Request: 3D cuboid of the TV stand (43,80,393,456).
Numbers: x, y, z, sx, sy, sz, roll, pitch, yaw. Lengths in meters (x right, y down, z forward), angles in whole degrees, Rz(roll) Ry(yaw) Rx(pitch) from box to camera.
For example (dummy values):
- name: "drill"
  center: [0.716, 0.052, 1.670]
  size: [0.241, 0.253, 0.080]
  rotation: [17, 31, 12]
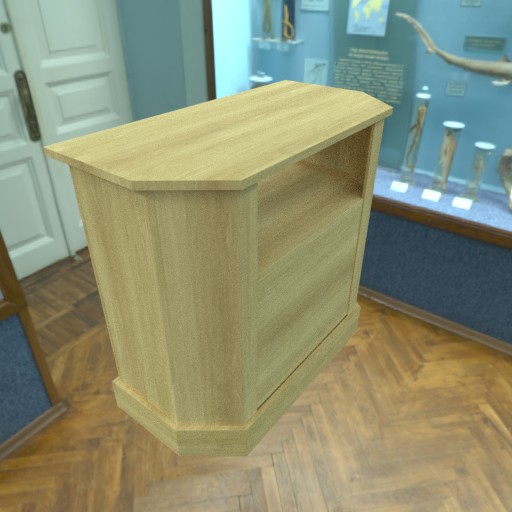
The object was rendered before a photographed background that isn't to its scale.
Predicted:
- name: "TV stand"
  center: [0.000, 0.000, 1.276]
  size: [0.425, 0.781, 0.851]
  rotation: [23, 39, 32]
